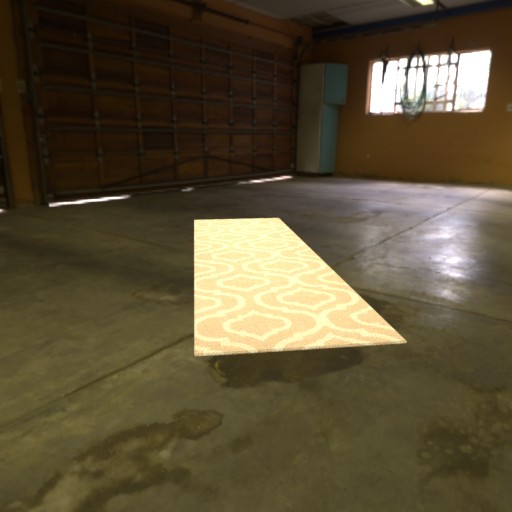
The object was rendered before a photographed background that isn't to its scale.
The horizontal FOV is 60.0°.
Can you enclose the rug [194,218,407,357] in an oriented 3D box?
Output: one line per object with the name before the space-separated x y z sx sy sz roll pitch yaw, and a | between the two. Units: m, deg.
rug | 0.000 0.000 2.501 0.691 0.013 2.289 -2 15 -7
